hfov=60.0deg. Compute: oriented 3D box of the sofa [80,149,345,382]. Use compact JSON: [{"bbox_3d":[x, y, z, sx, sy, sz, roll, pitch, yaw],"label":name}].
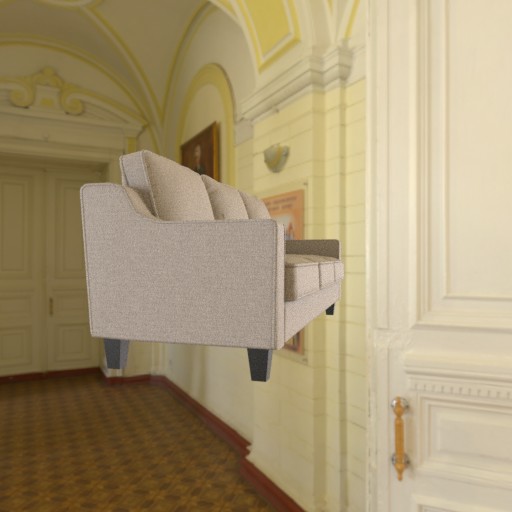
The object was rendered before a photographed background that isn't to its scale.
[{"bbox_3d":[0.000,0.000,2.743,0.899,0.950,2.129,0,0,17],"label":"sofa"}]
